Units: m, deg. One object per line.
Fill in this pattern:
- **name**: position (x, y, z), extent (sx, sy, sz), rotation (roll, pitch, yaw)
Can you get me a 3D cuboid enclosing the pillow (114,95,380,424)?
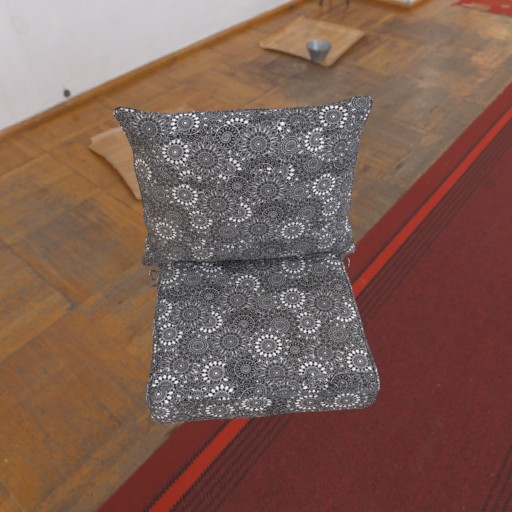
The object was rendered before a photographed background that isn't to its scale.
- **pillow**: position (0.000, 0.000, 1.357), extent (0.798, 0.722, 0.740), rotation (-4, 46, -3)
